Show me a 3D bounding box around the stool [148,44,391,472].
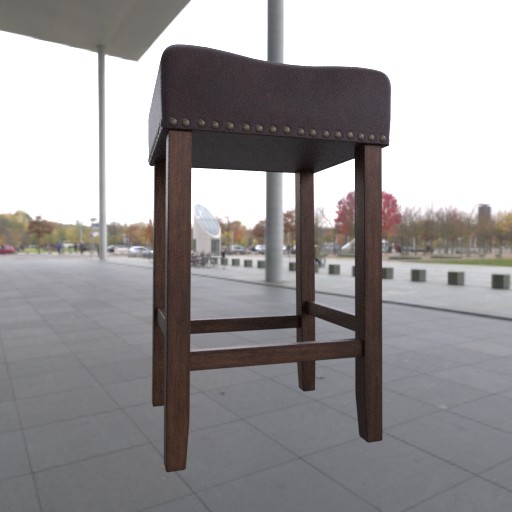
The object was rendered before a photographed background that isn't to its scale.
[{"bbox_3d":[0.000,0.000,1.030,0.465,0.769,0.401,0,1,-17],"label":"stool"}]
